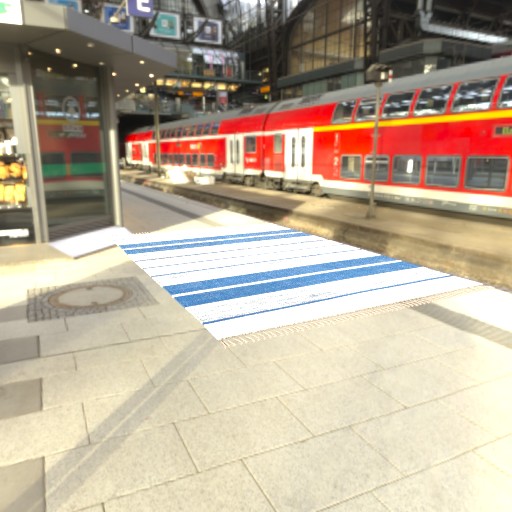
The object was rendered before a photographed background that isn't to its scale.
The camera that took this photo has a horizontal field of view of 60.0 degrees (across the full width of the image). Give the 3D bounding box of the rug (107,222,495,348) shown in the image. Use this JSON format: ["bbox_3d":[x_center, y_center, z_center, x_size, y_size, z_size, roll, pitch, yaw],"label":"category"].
[{"bbox_3d":[0.000,0.000,2.999,1.532,0.010,2.441,-7,15,-27],"label":"rug"}]
